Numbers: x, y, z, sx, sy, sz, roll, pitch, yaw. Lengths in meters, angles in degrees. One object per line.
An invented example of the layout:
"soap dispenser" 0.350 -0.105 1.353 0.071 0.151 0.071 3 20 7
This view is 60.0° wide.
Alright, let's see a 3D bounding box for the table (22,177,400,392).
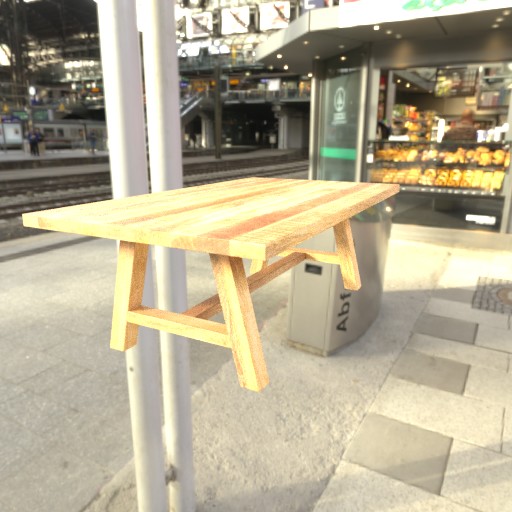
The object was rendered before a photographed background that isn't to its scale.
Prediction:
"table" 0.000 0.000 1.673 0.760 0.455 1.320 8 17 27
